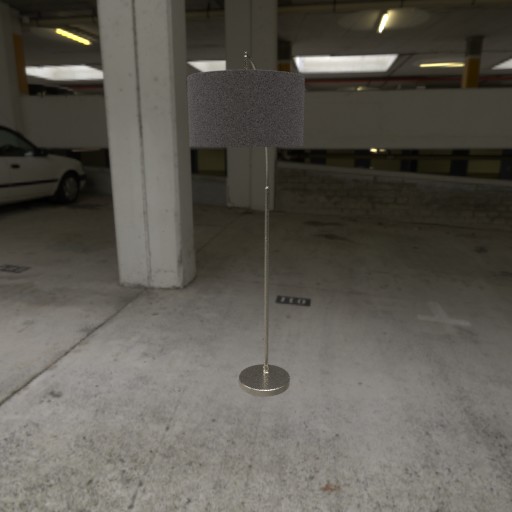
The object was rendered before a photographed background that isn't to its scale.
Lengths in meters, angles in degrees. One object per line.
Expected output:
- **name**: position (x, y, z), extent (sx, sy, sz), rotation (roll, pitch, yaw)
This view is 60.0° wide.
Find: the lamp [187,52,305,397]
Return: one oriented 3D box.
- **lamp**: position (0.000, 0.000, 2.145), extent (0.452, 1.735, 0.934), rotation (2, 15, 9)
